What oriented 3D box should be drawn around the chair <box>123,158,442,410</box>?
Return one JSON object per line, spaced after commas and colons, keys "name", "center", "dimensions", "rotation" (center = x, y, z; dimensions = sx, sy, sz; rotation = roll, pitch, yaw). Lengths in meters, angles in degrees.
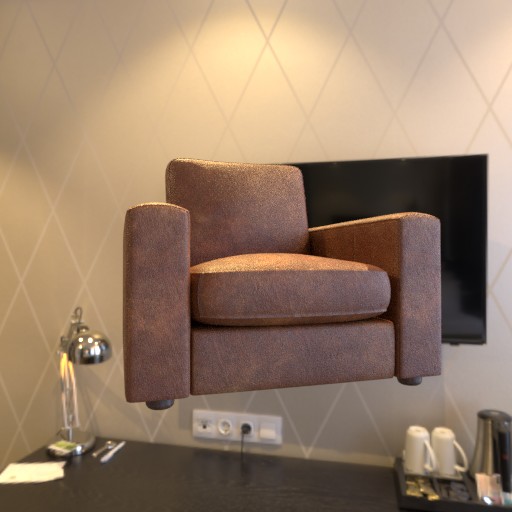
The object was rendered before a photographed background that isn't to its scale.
{"name": "chair", "center": [0.000, 0.000, 1.757], "dimensions": [1.005, 0.873, 1.016], "rotation": [0, -1, -17]}
